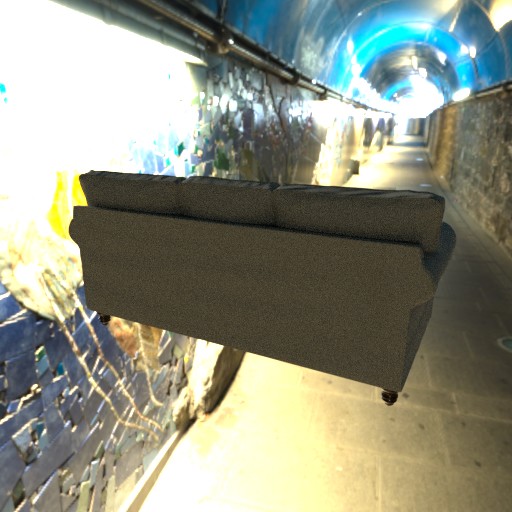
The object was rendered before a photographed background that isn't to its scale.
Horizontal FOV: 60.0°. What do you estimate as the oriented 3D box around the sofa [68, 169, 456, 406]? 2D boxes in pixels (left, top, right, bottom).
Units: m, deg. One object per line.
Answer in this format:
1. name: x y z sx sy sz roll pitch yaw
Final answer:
1. sofa: 0.000 0.000 2.594 2.084 0.961 0.916 9 19 27
